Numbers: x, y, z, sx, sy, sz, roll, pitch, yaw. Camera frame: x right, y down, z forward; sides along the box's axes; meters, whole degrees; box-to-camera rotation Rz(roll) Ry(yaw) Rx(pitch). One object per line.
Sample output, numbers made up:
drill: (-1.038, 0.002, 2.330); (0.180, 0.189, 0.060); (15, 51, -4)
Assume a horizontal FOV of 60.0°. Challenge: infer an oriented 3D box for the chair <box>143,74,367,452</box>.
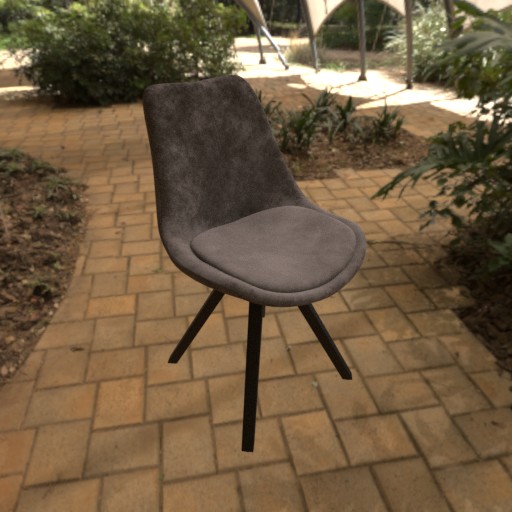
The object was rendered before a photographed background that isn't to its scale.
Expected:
chair: (0.000, 0.000, 1.216); (0.485, 0.850, 0.550); (-23, 38, -33)
